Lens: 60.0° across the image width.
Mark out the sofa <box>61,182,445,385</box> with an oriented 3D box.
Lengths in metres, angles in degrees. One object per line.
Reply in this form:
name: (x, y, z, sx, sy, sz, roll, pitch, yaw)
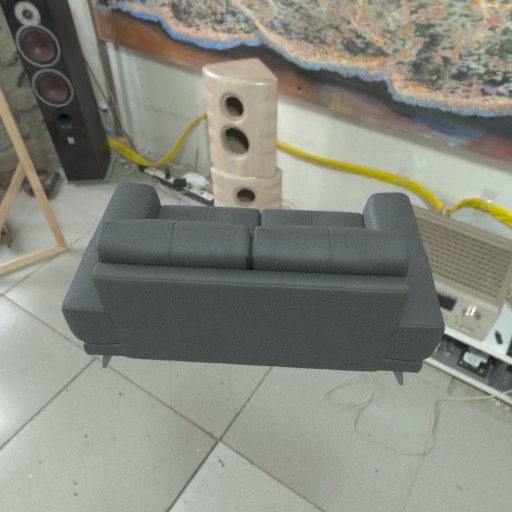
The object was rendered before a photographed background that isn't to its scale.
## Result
sofa: (0.000, 0.000, 2.413, 1.806, 0.907, 1.018, 3, 45, 3)
